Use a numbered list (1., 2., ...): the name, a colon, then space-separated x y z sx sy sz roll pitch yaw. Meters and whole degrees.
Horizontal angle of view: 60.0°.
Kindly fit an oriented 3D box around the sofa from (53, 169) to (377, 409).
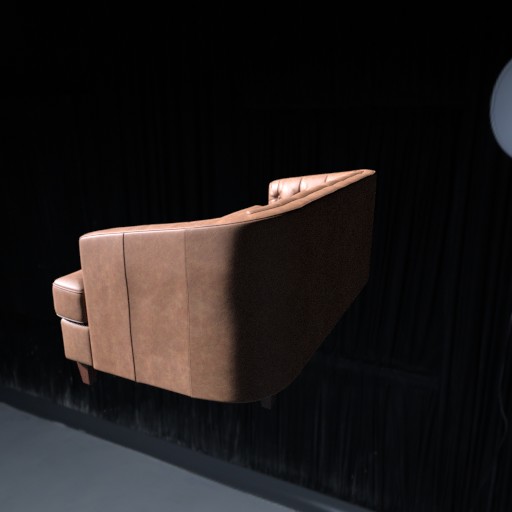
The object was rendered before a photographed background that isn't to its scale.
1. sofa: 0.000 0.000 2.273 0.914 0.786 1.755 8 19 25
